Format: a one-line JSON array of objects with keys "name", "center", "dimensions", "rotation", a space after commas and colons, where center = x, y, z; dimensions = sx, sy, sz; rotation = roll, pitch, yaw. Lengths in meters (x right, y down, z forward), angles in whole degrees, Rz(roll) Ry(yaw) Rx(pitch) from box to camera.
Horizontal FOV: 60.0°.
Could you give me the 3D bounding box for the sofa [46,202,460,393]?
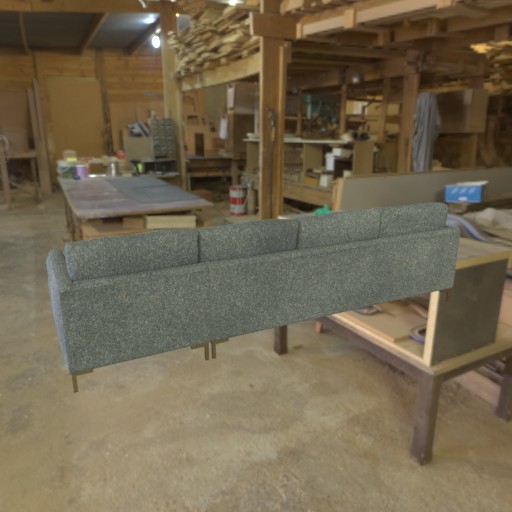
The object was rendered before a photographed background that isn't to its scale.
[{"name": "sofa", "center": [0.000, 0.000, 3.428], "dimensions": [2.932, 0.810, 1.350], "rotation": [-8, 18, -26]}]
